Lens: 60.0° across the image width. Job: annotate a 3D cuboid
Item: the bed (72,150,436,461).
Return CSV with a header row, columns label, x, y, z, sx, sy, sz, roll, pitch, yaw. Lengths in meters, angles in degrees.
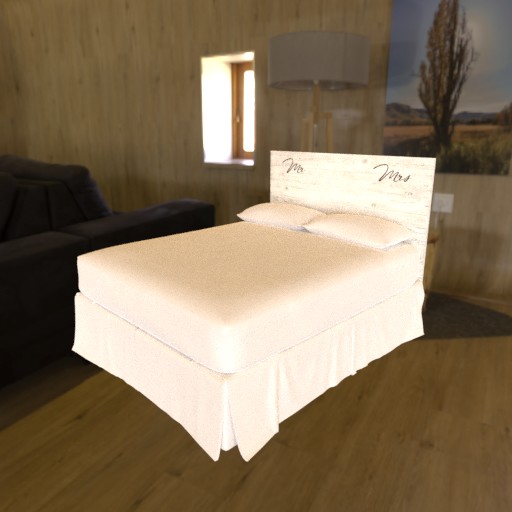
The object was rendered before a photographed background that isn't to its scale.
label,x,y,z,sx,sy,sz,roll,pitch,yaw
bed,0.000,0.000,3.146,2.094,1.335,1.745,-15,22,-42
